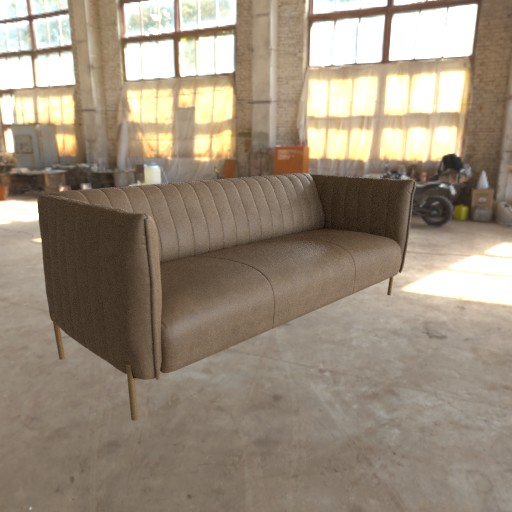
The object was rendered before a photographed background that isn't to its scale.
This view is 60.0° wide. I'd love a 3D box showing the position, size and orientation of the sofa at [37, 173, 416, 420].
[{"bbox_3d":[0.000,0.000,2.408,0.876,0.779,1.980,14,20,43],"label":"sofa"}]
